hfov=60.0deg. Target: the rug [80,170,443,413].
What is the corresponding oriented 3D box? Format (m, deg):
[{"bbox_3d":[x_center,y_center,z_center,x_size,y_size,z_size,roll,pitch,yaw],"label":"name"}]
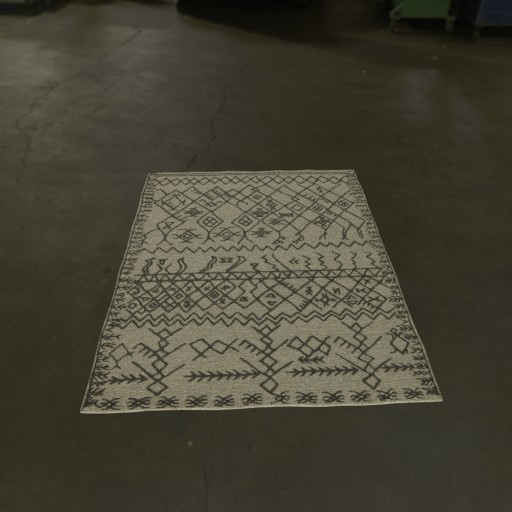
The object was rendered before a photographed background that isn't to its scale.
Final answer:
[{"bbox_3d":[0.000,0.000,3.284,1.964,0.025,2.455,-1,41,-1],"label":"rug"}]
